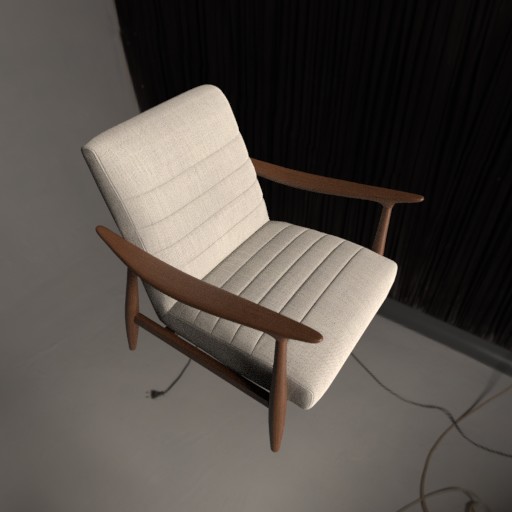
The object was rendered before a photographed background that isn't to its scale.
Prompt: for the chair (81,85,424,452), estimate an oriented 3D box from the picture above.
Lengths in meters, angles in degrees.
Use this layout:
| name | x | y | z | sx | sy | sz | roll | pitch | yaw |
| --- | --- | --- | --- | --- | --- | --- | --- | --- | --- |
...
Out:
| name | x | y | z | sx | sy | sz | roll | pitch | yaw |
| --- | --- | --- | --- | --- | --- | --- | --- | --- | --- |
| chair | 0.000 | 0.000 | 1.445 | 0.798 | 0.832 | 0.741 | 24 | 46 | 25 |
